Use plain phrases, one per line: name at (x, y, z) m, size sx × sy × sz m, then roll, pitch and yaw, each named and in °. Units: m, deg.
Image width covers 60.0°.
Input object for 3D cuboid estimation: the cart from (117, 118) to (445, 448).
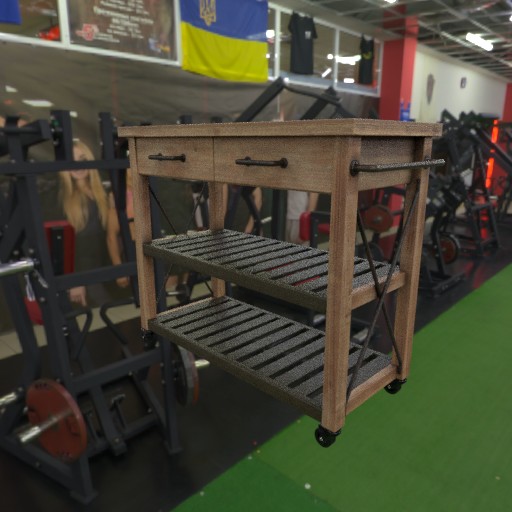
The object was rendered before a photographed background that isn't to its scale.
cart at (0.000, 0.000, 0.980) m, size 0.298 × 0.554 × 0.686 m, roll -14°, pitch 20°, yaw -43°
